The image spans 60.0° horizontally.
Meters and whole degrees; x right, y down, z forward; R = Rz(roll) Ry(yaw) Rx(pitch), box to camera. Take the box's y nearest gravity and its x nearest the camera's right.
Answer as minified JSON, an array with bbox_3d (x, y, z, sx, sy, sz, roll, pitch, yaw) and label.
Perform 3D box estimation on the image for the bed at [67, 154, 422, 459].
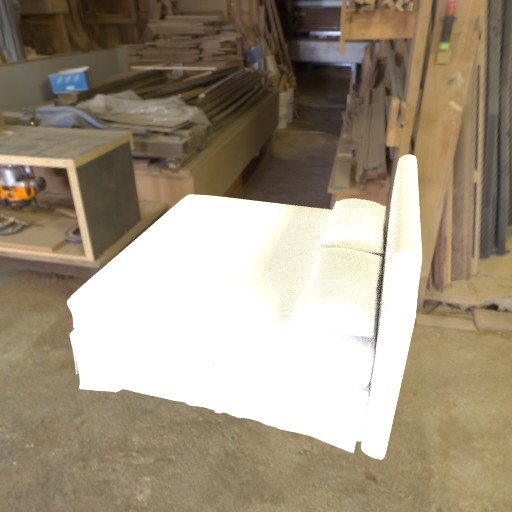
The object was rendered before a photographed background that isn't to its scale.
[{"bbox_3d":[0.000,0.000,3.446,2.204,1.301,2.160,8,31,14],"label":"bed"}]
